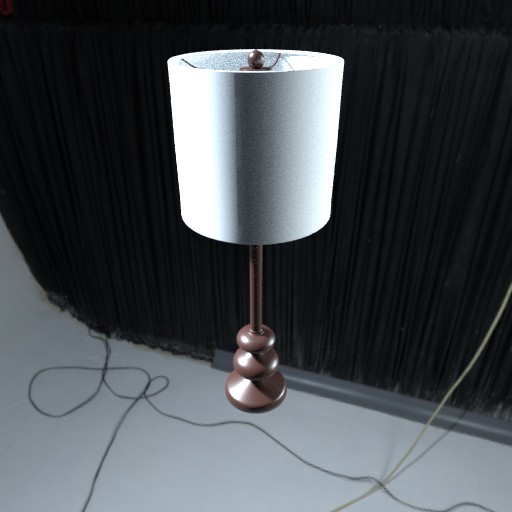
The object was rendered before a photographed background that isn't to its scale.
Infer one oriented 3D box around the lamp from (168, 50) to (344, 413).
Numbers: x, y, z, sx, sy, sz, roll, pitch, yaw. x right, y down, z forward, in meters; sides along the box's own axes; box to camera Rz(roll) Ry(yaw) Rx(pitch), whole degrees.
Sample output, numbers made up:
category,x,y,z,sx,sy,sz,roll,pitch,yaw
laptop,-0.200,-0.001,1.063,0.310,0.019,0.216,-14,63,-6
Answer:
category,x,y,z,sx,sy,sz,roll,pitch,yaw
lamp,0.000,0.000,0.814,0.254,0.690,0.254,10,32,17
